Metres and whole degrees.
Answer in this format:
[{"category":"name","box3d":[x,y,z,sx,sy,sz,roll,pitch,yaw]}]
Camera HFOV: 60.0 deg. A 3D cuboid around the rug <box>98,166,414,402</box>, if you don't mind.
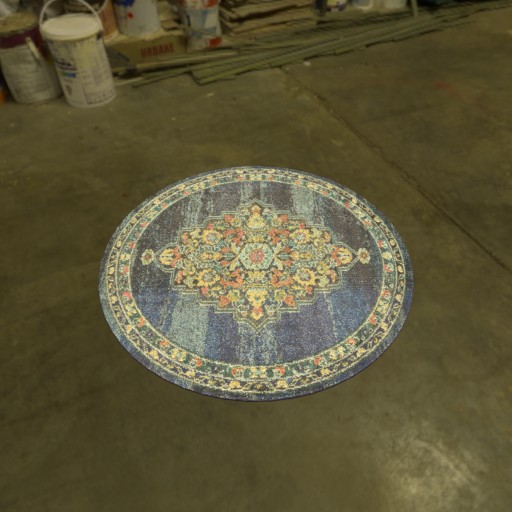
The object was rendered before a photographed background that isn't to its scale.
[{"category":"rug","box3d":[0.000,0.000,2.301,1.591,0.010,1.591,0,46,0]}]
